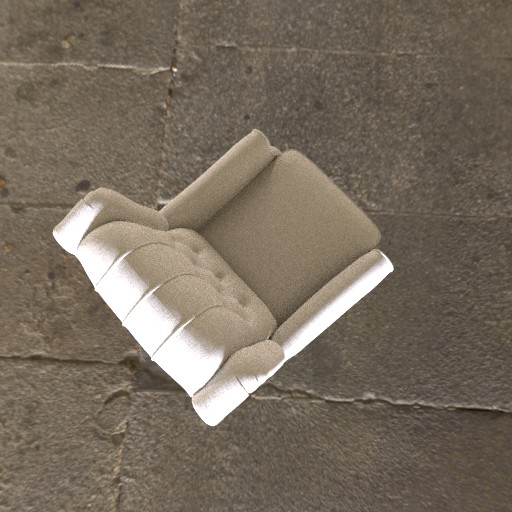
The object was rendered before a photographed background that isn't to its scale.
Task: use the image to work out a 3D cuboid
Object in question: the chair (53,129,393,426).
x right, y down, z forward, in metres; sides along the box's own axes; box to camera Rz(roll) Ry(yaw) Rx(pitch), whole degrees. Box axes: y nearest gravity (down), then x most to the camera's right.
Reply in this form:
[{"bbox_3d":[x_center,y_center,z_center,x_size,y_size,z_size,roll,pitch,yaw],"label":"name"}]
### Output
[{"bbox_3d":[0.000,0.000,1.626,0.902,1.035,0.742,-41,79,-10],"label":"chair"}]
